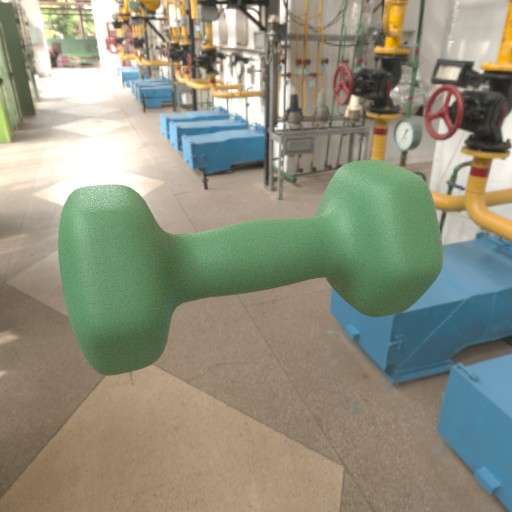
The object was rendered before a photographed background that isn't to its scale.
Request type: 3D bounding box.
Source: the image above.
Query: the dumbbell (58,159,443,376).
[{"bbox_3d":[0.000,0.000,0.320,0.257,0.114,0.126,-8,27,-17],"label":"dumbbell"}]
